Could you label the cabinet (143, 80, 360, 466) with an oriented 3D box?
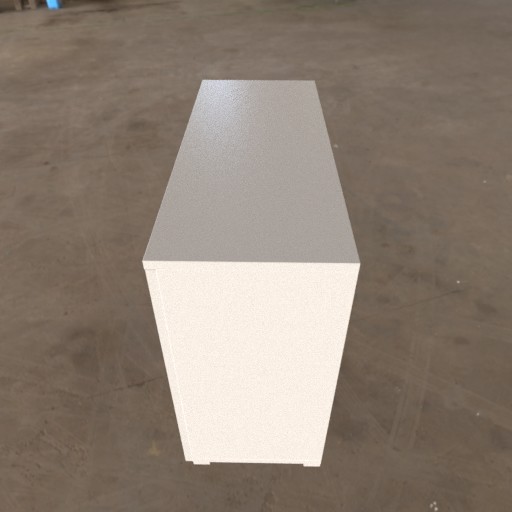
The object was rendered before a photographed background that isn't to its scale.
[{"bbox_3d":[0.000,0.000,1.452,0.400,0.800,1.000,1,40,1],"label":"cabinet"}]
